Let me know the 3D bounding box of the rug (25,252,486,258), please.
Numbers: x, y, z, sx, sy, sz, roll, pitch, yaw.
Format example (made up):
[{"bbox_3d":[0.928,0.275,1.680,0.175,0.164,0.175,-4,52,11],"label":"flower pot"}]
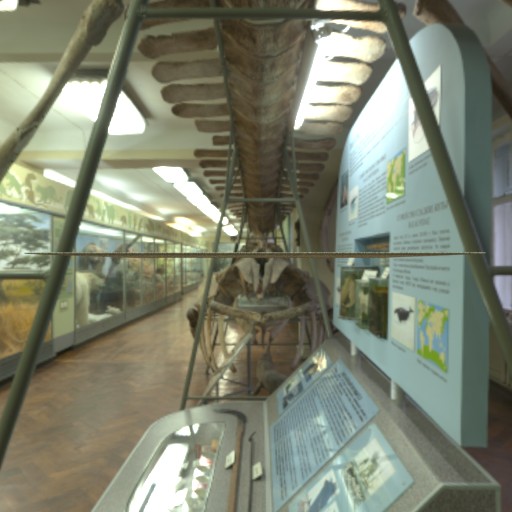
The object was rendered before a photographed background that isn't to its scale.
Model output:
[{"bbox_3d":[0.000,0.000,4.114,3.037,0.010,2.453,0,-1,1],"label":"rug"}]
